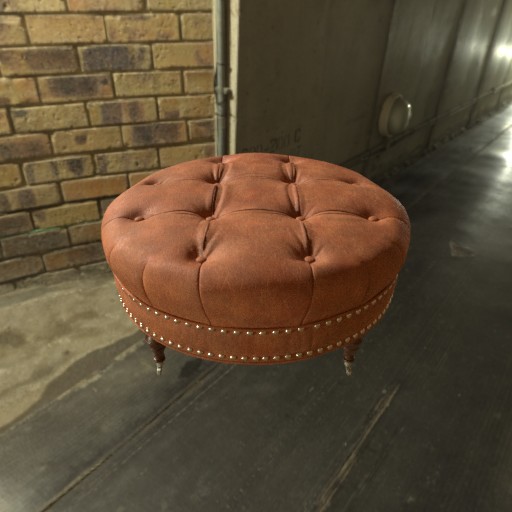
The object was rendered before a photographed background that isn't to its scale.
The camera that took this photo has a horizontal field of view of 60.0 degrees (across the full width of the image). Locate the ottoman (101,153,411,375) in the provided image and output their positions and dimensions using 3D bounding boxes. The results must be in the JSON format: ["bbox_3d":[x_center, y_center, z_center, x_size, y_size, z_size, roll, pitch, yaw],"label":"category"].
[{"bbox_3d":[0.000,0.000,1.386,0.901,0.444,0.901,0,31,0],"label":"ottoman"}]
